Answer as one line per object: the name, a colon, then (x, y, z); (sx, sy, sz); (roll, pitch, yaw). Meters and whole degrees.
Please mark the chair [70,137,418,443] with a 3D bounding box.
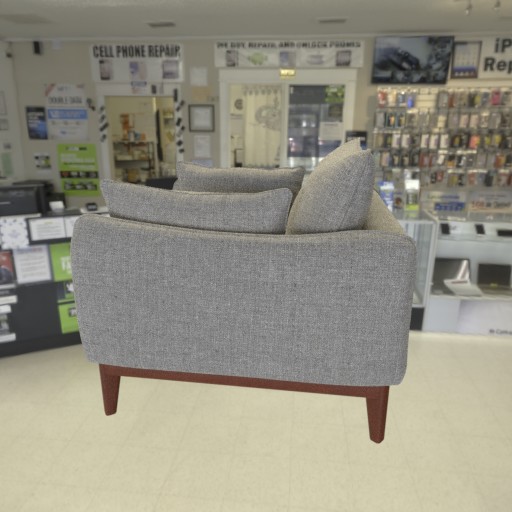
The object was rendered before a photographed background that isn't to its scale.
chair: (0.000, 0.000, 1.654); (0.976, 0.839, 0.993); (3, 17, 8)
